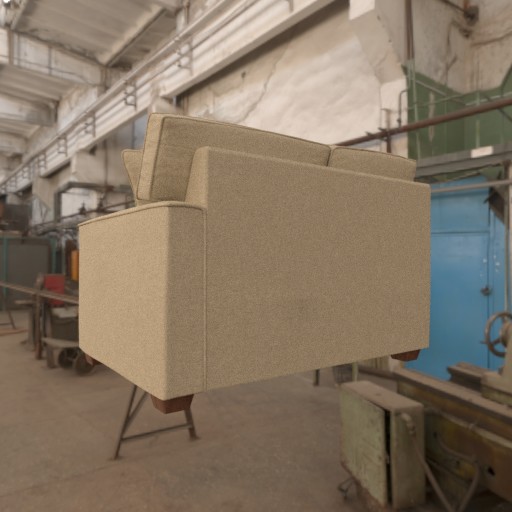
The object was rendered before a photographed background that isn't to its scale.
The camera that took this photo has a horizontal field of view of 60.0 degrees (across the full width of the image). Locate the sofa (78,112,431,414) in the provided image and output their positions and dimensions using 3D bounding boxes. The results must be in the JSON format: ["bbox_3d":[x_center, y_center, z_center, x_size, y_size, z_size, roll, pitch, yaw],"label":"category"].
[{"bbox_3d":[0.000,0.000,2.095,1.388,0.989,0.991,0,-1,-36],"label":"sofa"}]
